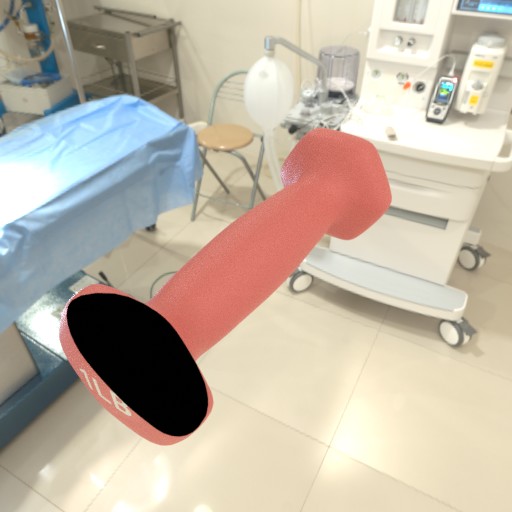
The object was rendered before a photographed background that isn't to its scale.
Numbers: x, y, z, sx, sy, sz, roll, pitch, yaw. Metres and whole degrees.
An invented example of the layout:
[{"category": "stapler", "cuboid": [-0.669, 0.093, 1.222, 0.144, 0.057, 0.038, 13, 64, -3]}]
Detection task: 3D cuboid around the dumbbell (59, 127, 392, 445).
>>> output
[{"category": "dumbbell", "cuboid": [0.000, 0.000, 0.143, 0.047, 0.043, 0.123, 25, 46, 26]}]
